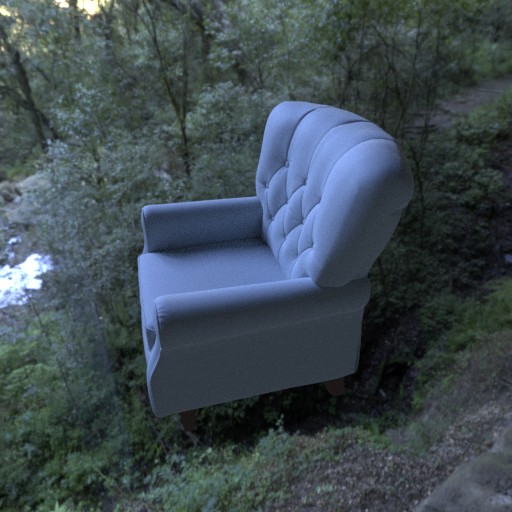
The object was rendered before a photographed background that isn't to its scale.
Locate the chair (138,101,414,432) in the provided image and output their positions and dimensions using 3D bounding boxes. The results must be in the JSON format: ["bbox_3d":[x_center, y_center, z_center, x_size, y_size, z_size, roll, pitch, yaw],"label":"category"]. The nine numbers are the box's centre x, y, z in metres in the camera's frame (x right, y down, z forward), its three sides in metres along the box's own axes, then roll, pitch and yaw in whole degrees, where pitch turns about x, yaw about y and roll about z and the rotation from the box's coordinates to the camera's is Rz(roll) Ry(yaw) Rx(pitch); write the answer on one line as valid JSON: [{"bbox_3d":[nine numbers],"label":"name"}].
[{"bbox_3d":[0.000,0.000,2.074,1.128,1.217,1.090,-8,33,-13],"label":"chair"}]
